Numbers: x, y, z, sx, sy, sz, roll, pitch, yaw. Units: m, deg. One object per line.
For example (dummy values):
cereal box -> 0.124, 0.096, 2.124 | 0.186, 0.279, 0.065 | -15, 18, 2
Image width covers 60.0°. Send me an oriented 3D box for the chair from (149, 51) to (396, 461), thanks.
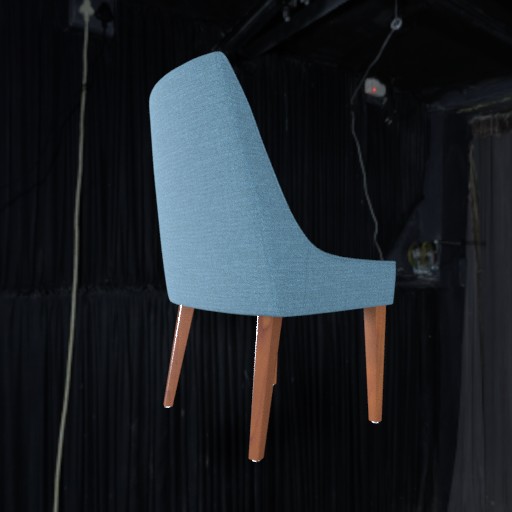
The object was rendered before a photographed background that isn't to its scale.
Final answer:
chair -> 0.000, 0.000, 1.194 | 0.544, 0.861, 0.529 | 1, -1, -36
